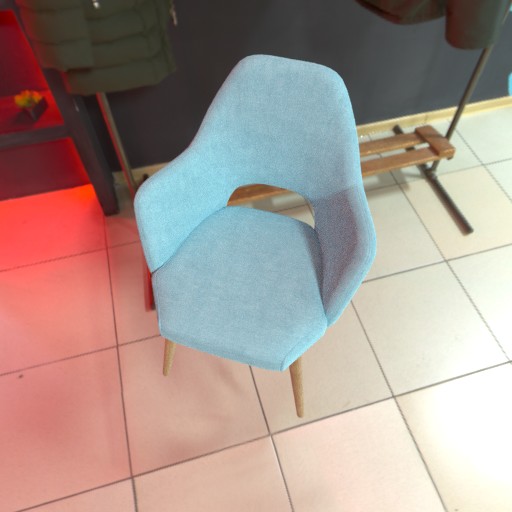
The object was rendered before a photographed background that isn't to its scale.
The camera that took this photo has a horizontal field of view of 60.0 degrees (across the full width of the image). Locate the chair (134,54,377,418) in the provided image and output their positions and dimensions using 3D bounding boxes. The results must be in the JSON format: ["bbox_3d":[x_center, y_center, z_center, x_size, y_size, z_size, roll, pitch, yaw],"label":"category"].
[{"bbox_3d":[0.000,0.000,1.236,0.590,0.840,0.610,14,58,9],"label":"chair"}]
